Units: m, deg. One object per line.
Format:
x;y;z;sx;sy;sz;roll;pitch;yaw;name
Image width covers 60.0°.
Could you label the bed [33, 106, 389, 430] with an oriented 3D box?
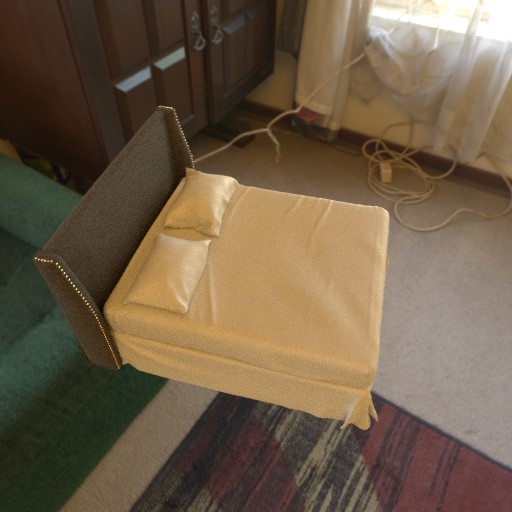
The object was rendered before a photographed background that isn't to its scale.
0.000;0.000;3.523;2.276;1.332;1.925;11;48;10;bed
